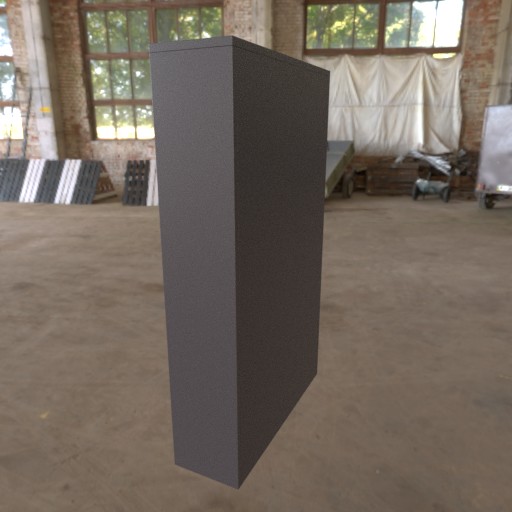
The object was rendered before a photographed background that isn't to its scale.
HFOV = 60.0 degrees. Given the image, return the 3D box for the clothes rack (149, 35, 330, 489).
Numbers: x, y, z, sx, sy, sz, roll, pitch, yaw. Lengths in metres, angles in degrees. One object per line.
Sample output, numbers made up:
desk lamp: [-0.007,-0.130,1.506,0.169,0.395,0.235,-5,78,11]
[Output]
clothes rack: [0.000,0.000,1.569,0.250,1.280,0.750,8,18,25]
